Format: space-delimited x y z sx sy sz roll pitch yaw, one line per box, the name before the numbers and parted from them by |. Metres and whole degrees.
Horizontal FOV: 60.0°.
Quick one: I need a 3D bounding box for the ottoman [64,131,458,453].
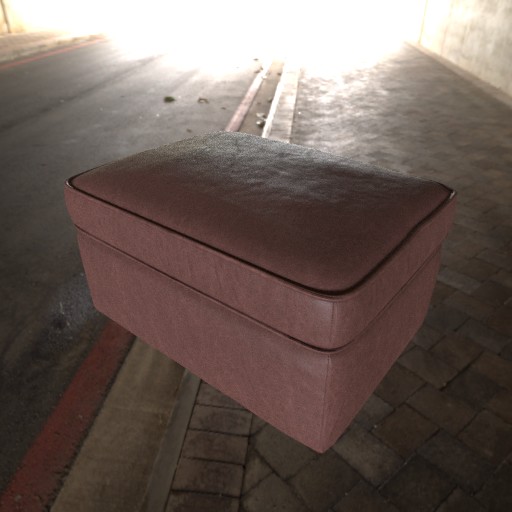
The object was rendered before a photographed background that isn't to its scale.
ottoman | 0.000 0.000 1.075 0.749 0.449 0.548 23 38 32
